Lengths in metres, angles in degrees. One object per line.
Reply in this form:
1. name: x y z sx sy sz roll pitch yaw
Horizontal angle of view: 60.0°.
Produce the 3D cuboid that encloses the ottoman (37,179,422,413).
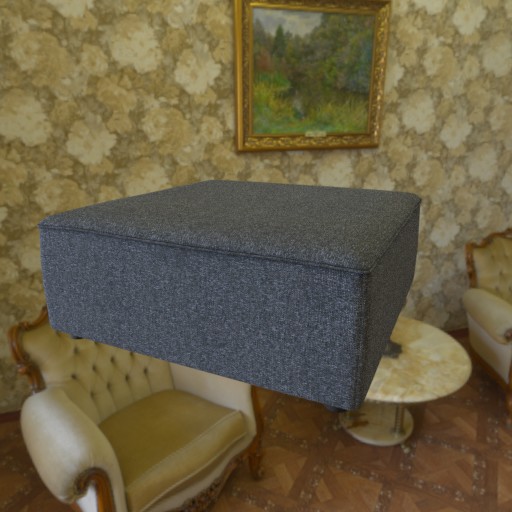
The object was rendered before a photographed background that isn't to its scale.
1. ottoman: 0.000 0.000 1.589 1.021 0.423 1.017 8 19 25
